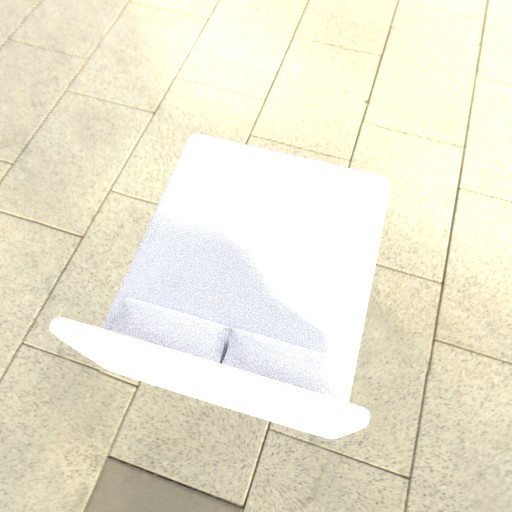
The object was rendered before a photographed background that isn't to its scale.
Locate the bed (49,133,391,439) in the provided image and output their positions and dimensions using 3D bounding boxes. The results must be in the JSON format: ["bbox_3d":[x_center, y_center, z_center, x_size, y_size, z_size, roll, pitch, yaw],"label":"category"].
[{"bbox_3d":[0.000,0.000,3.697,2.119,1.317,2.341,15,65,7],"label":"bed"}]
